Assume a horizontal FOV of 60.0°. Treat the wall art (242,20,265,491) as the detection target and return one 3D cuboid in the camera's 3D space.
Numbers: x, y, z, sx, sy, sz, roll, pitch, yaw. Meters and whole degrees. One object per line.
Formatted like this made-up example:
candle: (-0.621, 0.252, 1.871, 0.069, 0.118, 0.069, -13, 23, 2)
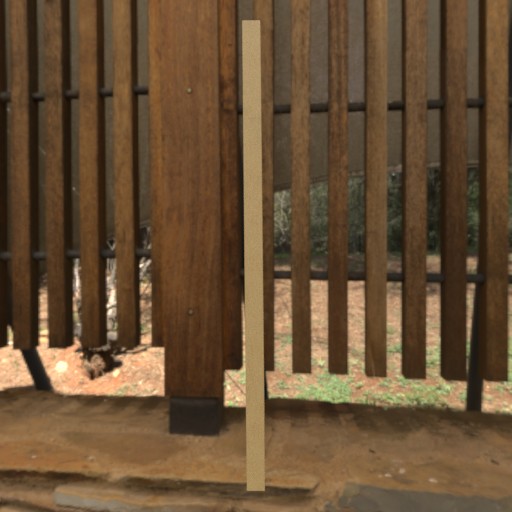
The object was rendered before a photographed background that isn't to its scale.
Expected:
wall art: (0.000, 0.000, 1.016, 0.039, 0.810, 0.510, 0, 0, 1)
